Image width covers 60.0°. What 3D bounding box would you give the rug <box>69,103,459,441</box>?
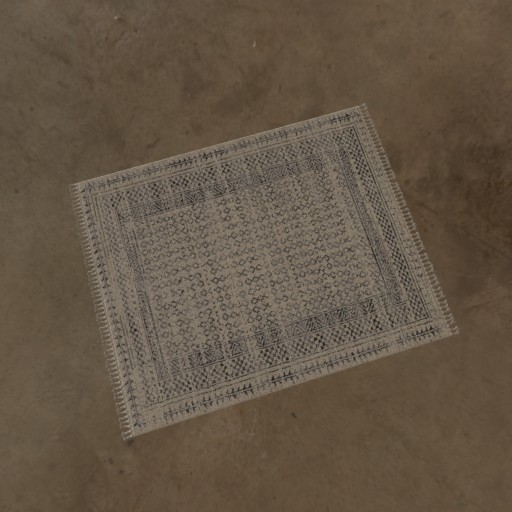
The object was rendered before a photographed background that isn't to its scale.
[{"bbox_3d":[0.000,0.000,3.916,2.940,0.013,2.312,-16,76,-4],"label":"rug"}]
